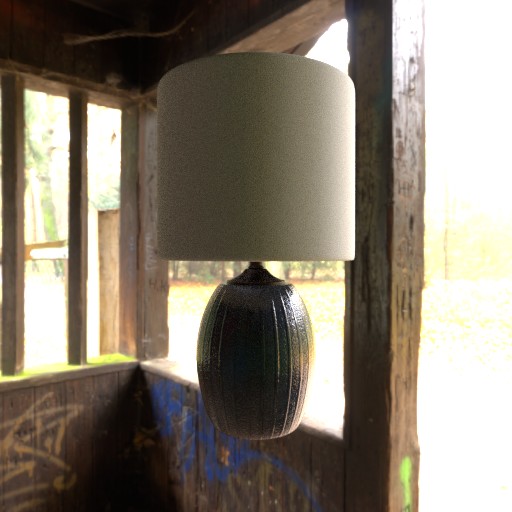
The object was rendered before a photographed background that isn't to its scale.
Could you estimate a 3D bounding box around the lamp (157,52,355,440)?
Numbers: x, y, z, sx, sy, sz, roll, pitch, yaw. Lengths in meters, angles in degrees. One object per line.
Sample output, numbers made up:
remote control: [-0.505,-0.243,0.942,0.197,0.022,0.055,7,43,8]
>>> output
lamp: [0.000,0.000,0.756,0.329,0.570,0.329,0,0,20]
